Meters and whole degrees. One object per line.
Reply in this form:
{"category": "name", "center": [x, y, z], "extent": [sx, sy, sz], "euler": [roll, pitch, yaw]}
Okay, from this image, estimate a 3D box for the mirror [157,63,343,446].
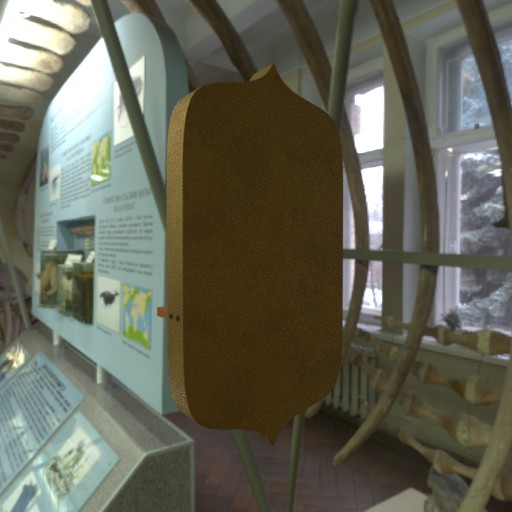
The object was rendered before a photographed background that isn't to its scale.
{"category": "mirror", "center": [0.000, 0.000, 0.748], "extent": [0.323, 0.613, 0.096], "euler": [-1, 2, -36]}
